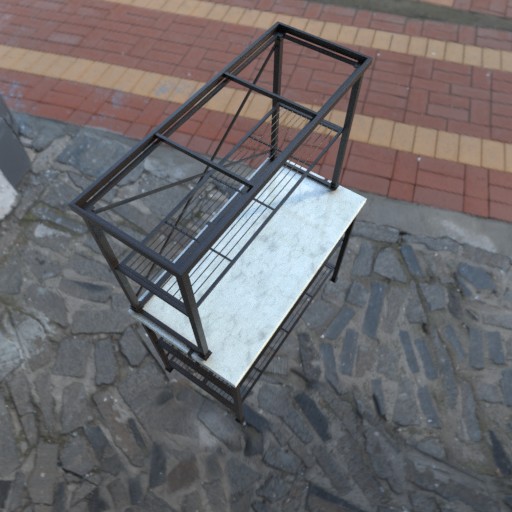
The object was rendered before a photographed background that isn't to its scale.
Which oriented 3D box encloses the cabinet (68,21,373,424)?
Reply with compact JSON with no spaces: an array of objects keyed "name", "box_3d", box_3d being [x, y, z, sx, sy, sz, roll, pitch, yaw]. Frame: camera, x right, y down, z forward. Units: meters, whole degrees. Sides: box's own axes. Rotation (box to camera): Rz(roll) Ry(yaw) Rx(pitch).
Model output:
[{"name":"cabinet","box_3d":[0.000,0.000,2.239,0.610,1.659,1.210,30,63,17]}]
